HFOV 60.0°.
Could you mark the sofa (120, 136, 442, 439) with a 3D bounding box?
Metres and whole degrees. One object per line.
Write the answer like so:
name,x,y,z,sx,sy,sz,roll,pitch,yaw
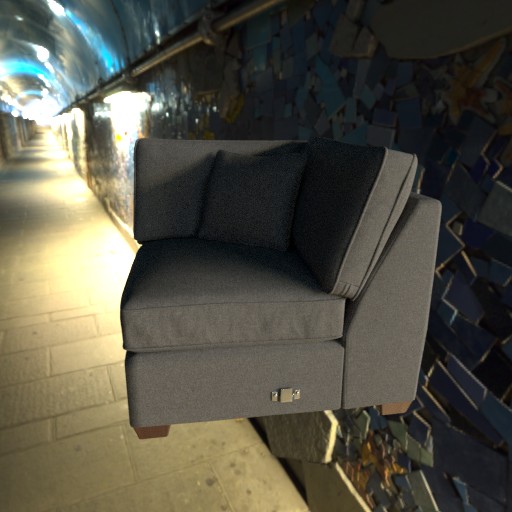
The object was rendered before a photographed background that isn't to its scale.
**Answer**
sofa,0.000,0.000,1.959,1.084,1.002,1.146,-3,17,-9
